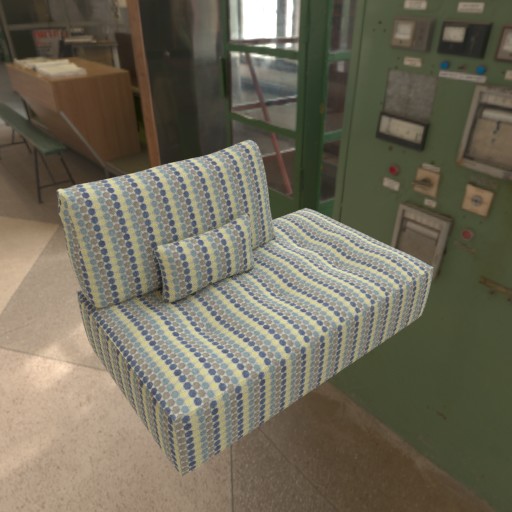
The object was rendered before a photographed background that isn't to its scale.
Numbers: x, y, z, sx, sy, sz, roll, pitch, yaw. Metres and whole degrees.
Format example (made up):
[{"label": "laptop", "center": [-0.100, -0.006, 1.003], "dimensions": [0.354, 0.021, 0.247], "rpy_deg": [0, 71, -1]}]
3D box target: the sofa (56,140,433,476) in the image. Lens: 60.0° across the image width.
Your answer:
[{"label": "sofa", "center": [0.000, 0.000, 2.023], "dimensions": [1.450, 0.820, 1.000], "rpy_deg": [-22, 38, -32]}]
